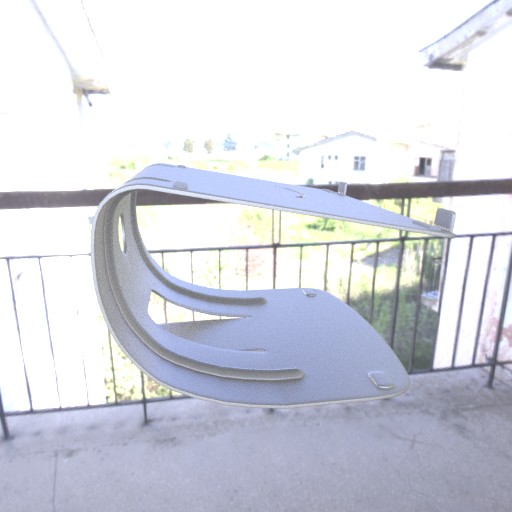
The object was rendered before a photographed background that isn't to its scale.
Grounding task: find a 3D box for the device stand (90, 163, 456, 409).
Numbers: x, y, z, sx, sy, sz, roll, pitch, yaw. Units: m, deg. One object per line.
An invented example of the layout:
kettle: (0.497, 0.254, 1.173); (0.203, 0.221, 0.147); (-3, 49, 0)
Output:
device stand: (0.000, 0.000, 0.401); (0.236, 0.155, 0.256); (-2, 15, -9)
